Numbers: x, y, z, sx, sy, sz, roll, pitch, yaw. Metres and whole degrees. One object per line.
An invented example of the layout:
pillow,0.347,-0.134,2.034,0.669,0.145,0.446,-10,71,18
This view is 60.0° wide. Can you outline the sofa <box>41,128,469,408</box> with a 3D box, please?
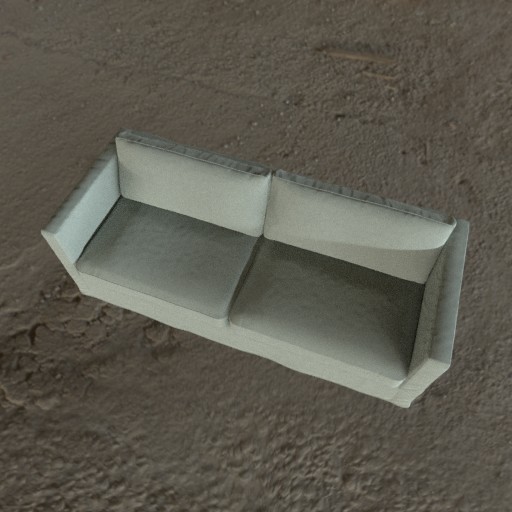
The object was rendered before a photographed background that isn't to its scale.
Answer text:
sofa,0.000,0.000,2.756,2.312,0.853,0.962,17,59,11
